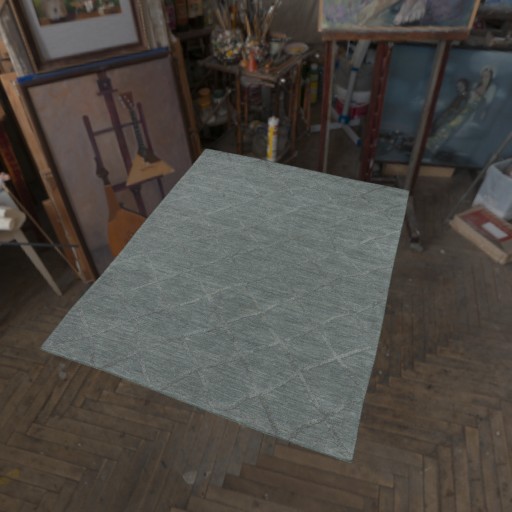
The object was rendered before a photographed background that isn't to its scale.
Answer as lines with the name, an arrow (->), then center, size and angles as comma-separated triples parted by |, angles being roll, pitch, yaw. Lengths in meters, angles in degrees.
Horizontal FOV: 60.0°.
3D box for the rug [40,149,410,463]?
rug -> 0.000, 0.000, 4.088 | 2.438, 0.013, 3.048 | 15, 47, 14
